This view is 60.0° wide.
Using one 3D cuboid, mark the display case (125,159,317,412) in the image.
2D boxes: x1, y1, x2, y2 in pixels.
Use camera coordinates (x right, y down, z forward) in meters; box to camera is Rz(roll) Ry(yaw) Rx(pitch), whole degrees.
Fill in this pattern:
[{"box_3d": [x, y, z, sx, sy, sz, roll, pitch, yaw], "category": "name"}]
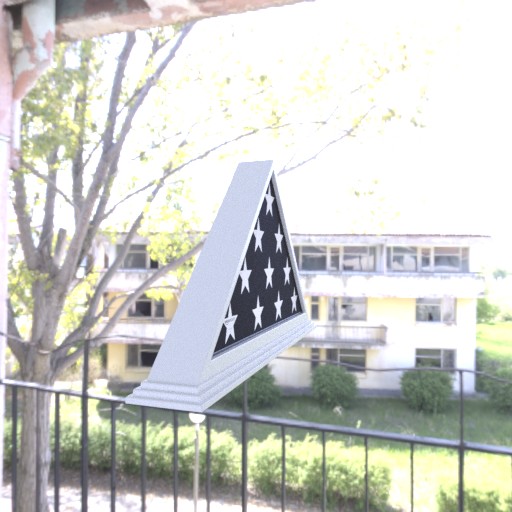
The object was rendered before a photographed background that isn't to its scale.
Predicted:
[{"box_3d": [0.000, 0.000, 0.790, 0.095, 0.340, 0.640, 0, -1, 19], "category": "display case"}]
